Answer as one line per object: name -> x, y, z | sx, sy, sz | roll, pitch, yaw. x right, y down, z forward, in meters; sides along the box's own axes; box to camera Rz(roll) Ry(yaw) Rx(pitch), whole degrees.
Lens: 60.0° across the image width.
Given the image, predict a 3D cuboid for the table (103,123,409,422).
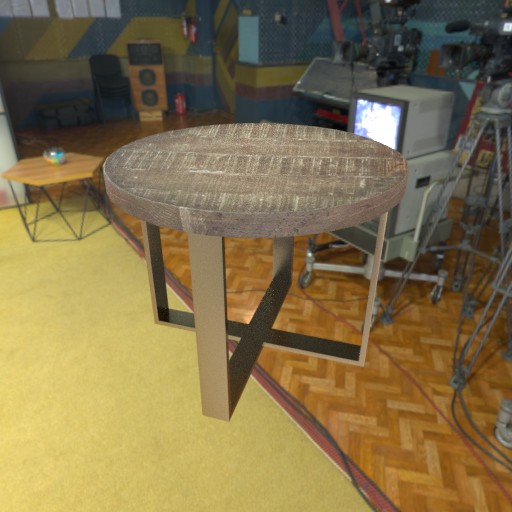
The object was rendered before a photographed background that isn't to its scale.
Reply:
table -> 0.000, 0.000, 0.947 | 0.557, 0.437, 0.557 | 0, 29, 0
